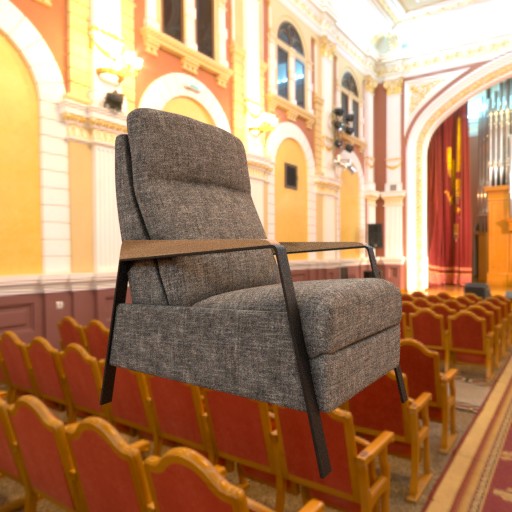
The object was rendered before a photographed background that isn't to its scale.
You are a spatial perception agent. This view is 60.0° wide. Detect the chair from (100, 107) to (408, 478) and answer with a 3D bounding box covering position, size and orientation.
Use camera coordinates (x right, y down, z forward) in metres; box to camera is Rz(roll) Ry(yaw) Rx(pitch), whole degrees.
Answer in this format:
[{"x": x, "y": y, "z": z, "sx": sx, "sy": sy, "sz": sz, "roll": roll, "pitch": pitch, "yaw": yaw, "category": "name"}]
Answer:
[{"x": 0.000, "y": 0.000, "z": 1.566, "sx": 0.868, "sy": 1.042, "sz": 0.671, "roll": 1, "pitch": 1, "yaw": 35, "category": "chair"}]
